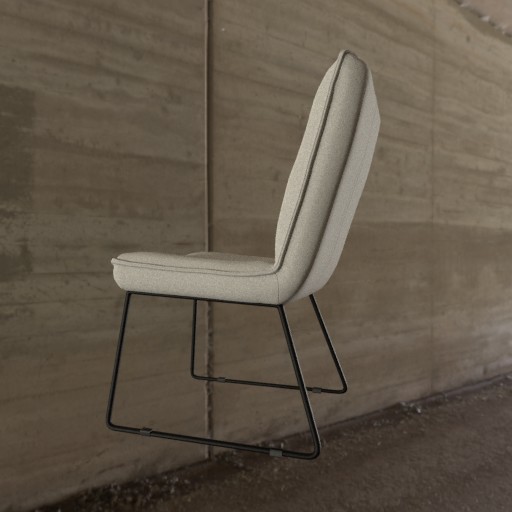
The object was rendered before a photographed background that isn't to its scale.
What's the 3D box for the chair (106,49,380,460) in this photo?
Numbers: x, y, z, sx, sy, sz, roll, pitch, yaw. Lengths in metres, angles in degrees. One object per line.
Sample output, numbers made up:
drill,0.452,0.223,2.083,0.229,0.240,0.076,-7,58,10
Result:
chair,0.000,0.000,1.310,0.688,0.930,0.515,0,1,19
